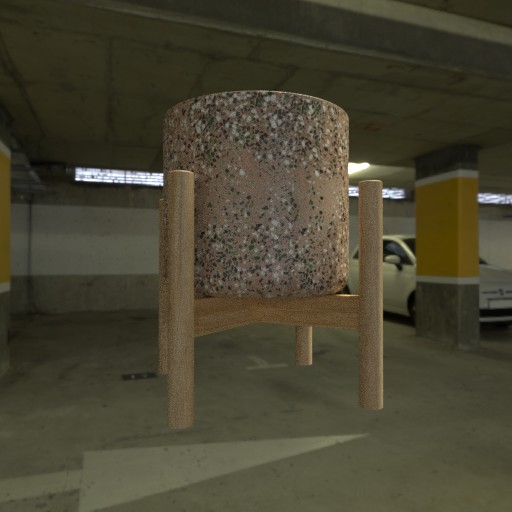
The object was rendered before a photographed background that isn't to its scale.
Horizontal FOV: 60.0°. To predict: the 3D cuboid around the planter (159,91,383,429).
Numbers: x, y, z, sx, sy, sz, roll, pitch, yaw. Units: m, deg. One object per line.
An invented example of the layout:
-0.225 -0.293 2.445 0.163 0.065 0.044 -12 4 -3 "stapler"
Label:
0.000 0.000 0.541 0.284 0.320 0.284 0 -1 -37 "planter"
